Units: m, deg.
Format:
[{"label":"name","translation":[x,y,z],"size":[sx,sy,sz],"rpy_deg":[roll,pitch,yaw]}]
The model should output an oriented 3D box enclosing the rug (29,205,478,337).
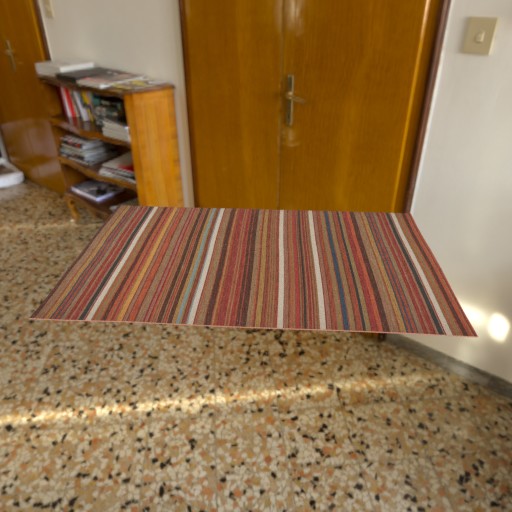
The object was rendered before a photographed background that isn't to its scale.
[{"label":"rug","translation":[0.000,0.000,3.039],"size":[2.438,0.008,1.523],"rpy_deg":[2,31,3]}]
